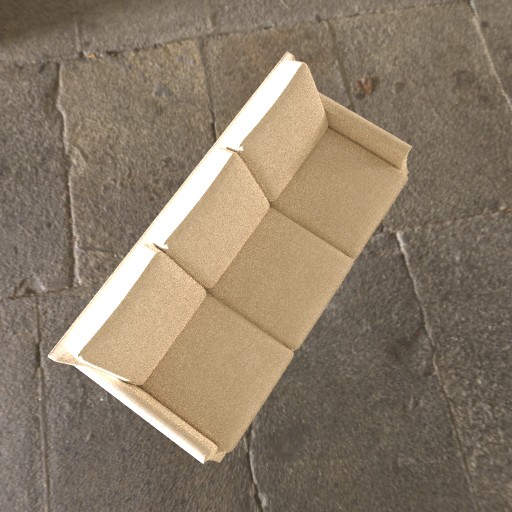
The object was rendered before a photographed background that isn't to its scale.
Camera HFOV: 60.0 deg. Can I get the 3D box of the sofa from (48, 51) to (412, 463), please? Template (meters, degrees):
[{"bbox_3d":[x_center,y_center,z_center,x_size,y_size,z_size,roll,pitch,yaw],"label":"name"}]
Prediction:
[{"bbox_3d":[0.000,0.000,2.717,1.041,0.940,2.210,33,78,8],"label":"sofa"}]
